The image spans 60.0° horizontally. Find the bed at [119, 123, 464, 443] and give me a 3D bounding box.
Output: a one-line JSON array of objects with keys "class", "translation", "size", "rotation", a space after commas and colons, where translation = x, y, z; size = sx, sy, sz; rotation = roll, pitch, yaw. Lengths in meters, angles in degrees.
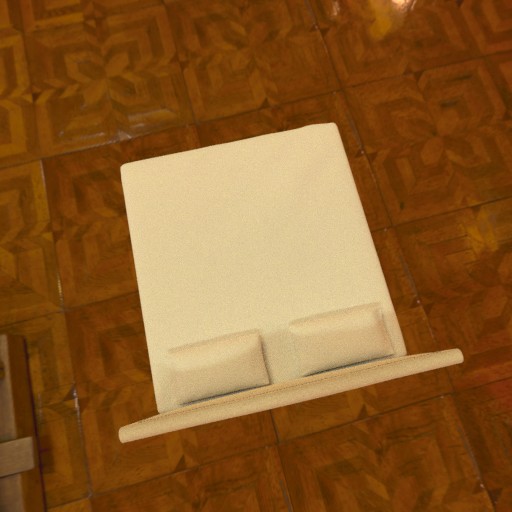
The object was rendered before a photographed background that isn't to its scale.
[{"class": "bed", "translation": [0.000, 0.000, 3.459], "size": [2.083, 1.421, 2.182], "rotation": [-12, 75, -3]}]
